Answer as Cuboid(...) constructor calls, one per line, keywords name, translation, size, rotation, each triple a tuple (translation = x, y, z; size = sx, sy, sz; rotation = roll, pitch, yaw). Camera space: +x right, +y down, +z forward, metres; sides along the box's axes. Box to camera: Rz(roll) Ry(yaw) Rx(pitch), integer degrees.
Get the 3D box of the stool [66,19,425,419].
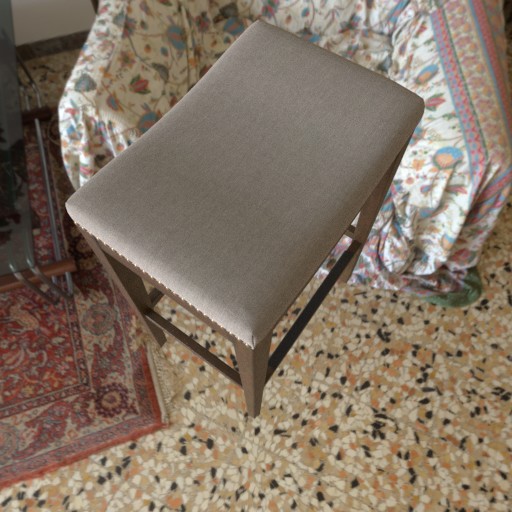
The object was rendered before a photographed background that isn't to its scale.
Cuboid(name="stool", translation=(0.000, 0.000, 0.985), size=(0.356, 0.762, 0.508), rotation=(33, 69, 14))
